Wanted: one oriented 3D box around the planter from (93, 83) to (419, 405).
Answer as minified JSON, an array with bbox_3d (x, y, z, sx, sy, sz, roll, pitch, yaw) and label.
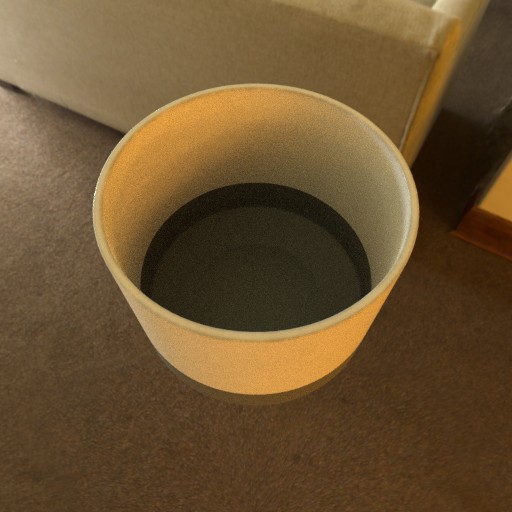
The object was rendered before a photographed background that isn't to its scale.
[{"bbox_3d":[0.000,0.000,0.222,0.128,0.105,0.128,0,59,0],"label":"planter"}]
